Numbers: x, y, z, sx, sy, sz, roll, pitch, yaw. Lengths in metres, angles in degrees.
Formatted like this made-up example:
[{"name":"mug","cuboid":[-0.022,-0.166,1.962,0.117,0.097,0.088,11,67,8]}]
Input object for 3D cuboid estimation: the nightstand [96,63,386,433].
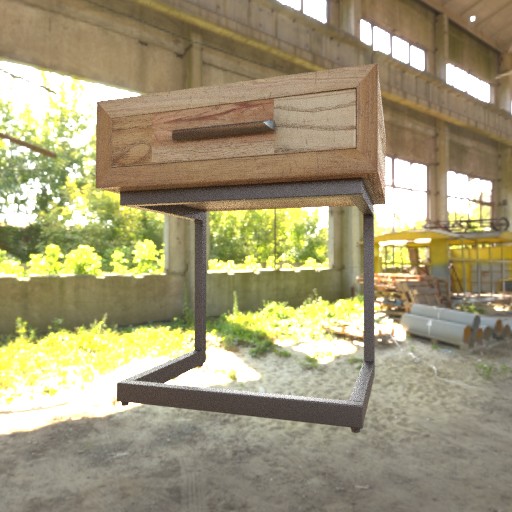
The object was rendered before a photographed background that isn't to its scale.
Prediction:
[{"name":"nightstand","cuboid":[0.000,0.000,1.010,0.558,0.632,0.481,0,-1,18]}]
